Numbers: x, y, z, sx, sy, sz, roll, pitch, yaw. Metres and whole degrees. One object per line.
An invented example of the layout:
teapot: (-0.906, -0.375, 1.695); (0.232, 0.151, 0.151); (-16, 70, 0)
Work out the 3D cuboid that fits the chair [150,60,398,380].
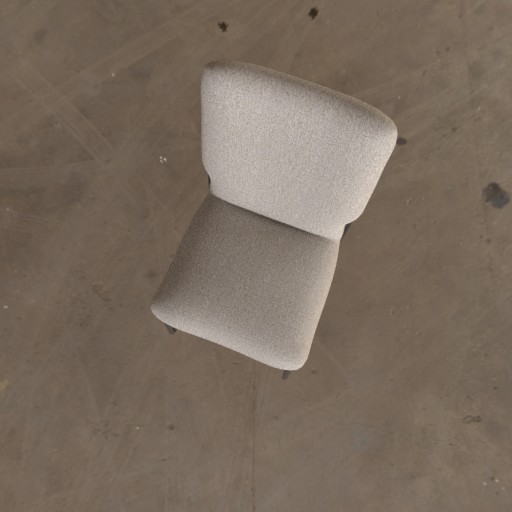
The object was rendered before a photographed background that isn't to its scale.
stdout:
chair: (0.000, 0.000, 1.201); (0.448, 0.864, 0.560); (21, 77, 5)
